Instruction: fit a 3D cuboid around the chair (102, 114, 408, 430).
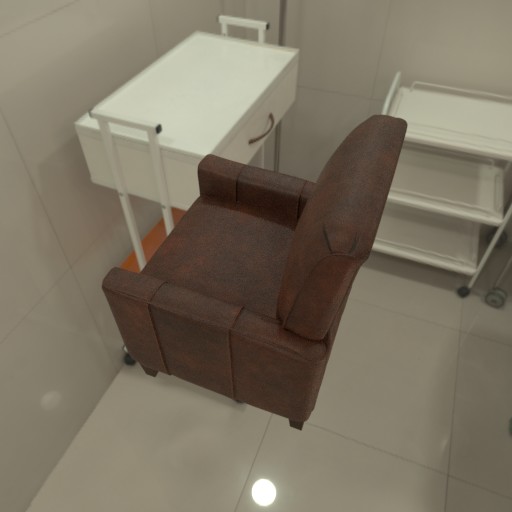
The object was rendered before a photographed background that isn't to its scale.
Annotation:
[{"bbox_3d":[0.000,0.000,1.706,0.836,1.043,0.843,16,48,15],"label":"chair"}]
